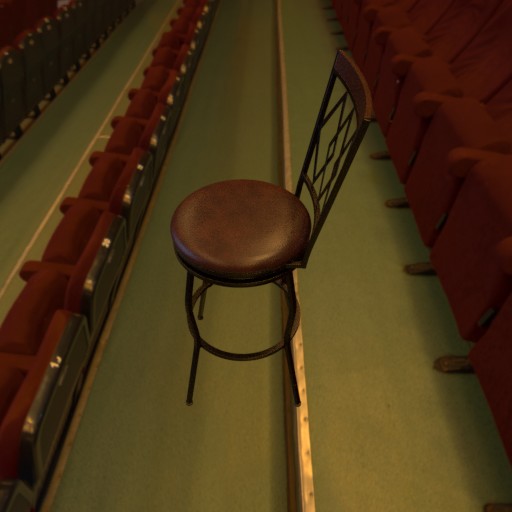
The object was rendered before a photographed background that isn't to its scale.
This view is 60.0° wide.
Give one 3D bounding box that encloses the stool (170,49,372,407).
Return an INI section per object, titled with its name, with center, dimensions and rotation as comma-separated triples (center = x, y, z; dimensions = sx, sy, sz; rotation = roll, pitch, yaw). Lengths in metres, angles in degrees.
[stool]
center = 0.000, 0.000, 1.421
dimensions = 0.521, 1.134, 0.432
rotation = 0, 43, 0
